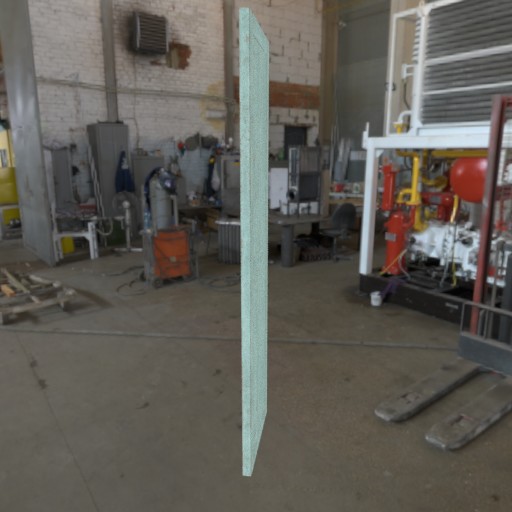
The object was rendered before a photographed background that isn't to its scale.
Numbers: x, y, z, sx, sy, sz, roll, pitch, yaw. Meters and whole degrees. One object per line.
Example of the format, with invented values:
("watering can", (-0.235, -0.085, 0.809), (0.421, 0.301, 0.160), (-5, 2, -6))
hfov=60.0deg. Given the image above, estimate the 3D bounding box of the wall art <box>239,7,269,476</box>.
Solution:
("wall art", (0.000, 0.000, 1.288), (0.025, 1.219, 0.329), (2, 13, 9))
